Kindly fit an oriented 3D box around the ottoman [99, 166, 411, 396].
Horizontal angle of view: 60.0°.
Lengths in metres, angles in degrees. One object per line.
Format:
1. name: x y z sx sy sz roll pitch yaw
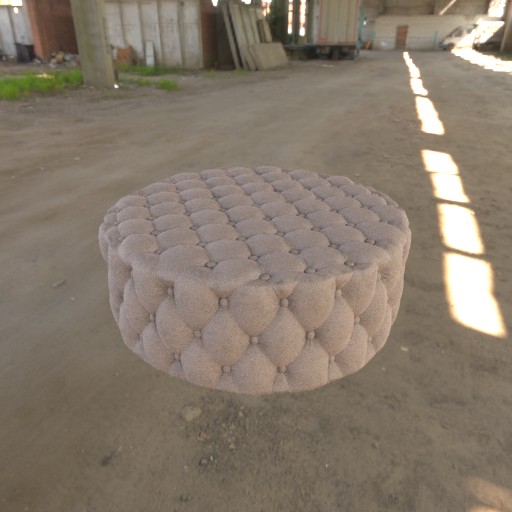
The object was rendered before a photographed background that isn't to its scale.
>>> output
1. ottoman: 0.000 0.000 1.533 0.998 0.399 0.998 0 27 0
